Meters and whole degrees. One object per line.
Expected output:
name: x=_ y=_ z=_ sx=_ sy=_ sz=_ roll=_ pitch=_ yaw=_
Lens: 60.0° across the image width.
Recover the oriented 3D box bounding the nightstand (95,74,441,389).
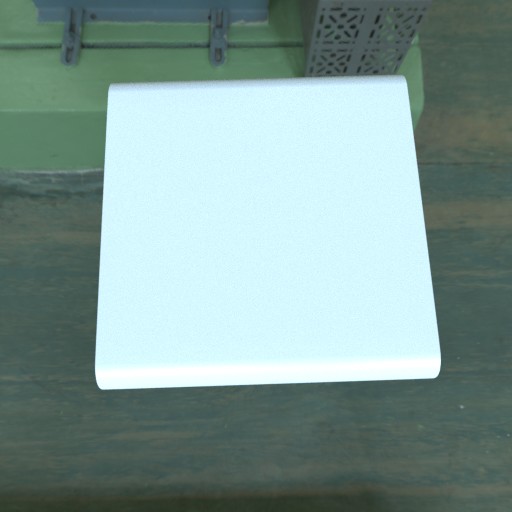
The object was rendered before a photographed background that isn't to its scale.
nightstand: x=0.000 y=0.000 z=0.752 sx=0.404 sy=0.447 sz=0.399 roll=-2 pitch=77 yaw=0
